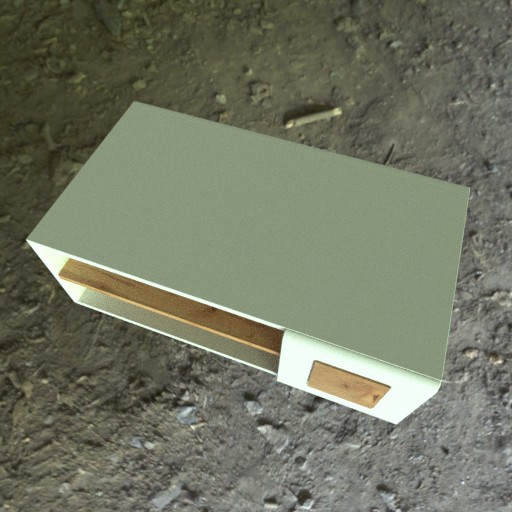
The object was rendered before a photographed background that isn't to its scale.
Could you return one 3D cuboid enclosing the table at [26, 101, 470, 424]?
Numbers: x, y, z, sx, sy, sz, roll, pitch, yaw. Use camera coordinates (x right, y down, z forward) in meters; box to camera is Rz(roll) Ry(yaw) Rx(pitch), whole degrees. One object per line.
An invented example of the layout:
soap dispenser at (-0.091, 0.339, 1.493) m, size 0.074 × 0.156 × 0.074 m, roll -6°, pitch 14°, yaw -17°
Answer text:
table at (0.000, 0.000, 1.418) m, size 1.097 × 0.442 × 0.639 m, roll 17°, pitch 59°, yaw 11°
